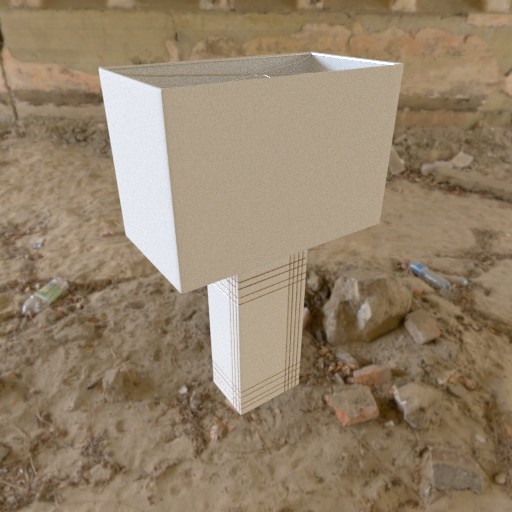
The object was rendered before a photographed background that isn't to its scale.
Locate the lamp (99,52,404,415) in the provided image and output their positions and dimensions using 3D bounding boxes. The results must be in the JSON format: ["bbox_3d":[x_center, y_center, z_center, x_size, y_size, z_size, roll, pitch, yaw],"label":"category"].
[{"bbox_3d":[0.000,0.000,0.681,0.334,0.543,0.182,-19,35,-29],"label":"lamp"}]
